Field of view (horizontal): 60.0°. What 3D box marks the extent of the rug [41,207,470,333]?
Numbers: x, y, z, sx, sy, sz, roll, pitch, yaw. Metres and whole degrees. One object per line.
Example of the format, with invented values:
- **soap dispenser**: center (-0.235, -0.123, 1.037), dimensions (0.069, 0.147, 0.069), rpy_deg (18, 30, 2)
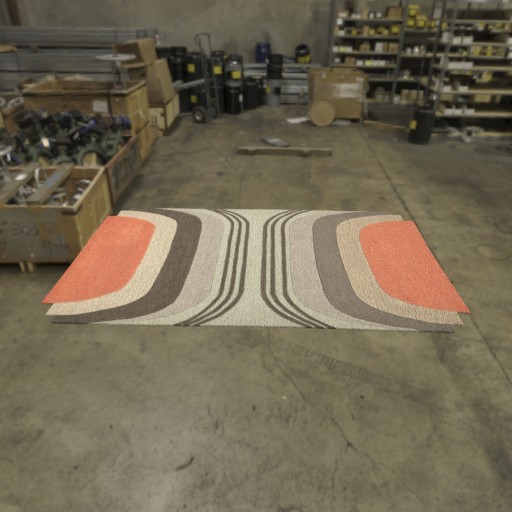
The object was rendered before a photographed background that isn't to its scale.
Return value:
- **rug**: center (0.000, 0.000, 3.027), dimensions (2.446, 0.017, 1.530), rpy_deg (1, 30, 2)
